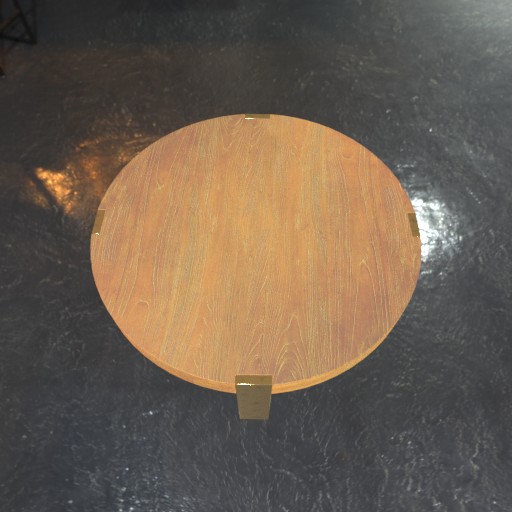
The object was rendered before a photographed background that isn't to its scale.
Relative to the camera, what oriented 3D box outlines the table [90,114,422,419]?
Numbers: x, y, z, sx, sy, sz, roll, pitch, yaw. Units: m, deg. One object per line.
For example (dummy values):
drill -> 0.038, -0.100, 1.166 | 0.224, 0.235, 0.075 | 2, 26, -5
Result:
table -> 0.000, 0.000, 1.683 | 1.100, 0.420, 1.100 | 0, 58, 0
